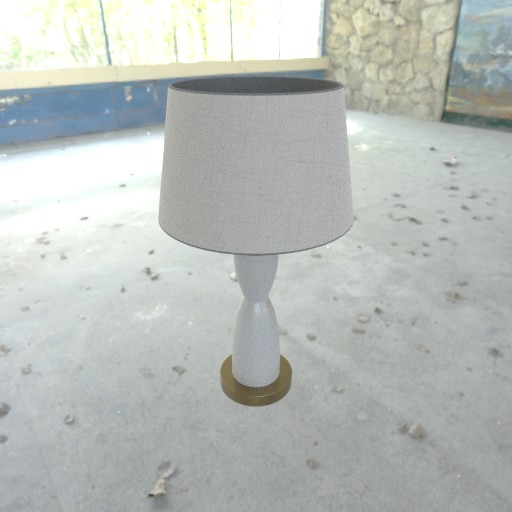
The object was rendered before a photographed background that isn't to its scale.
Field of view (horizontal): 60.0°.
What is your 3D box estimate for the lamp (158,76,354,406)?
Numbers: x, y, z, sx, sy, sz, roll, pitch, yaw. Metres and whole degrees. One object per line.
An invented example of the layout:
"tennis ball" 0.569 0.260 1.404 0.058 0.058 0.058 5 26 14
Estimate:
"lamp" 0.000 0.000 0.748 0.309 0.545 0.309 0 27 0
